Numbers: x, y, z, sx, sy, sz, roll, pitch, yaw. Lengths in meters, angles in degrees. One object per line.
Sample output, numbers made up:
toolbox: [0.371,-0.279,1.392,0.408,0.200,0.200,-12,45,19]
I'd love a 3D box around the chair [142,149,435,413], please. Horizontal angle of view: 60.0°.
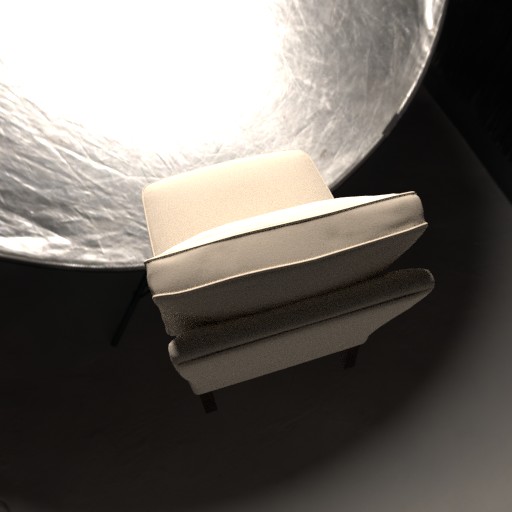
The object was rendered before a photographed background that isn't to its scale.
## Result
chair: [0.000,0.000,1.394,0.630,0.887,0.781,-15,60,-9]
